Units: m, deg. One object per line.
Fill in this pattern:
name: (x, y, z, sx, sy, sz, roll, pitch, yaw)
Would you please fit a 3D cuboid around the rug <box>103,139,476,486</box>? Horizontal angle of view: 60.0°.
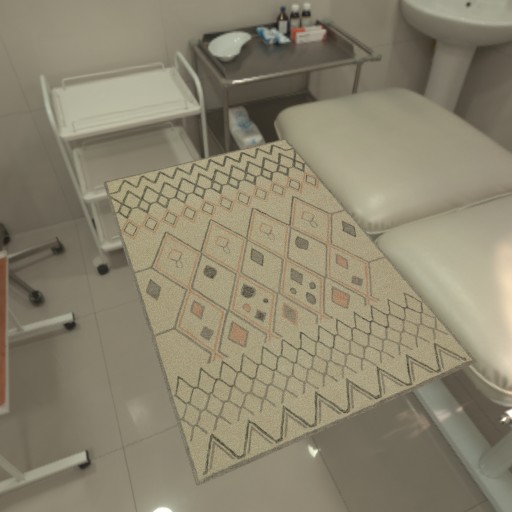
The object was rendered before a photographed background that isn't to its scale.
rug: (0.000, 0.000, 2.254, 1.219, 0.016, 1.829, -17, 49, -15)
